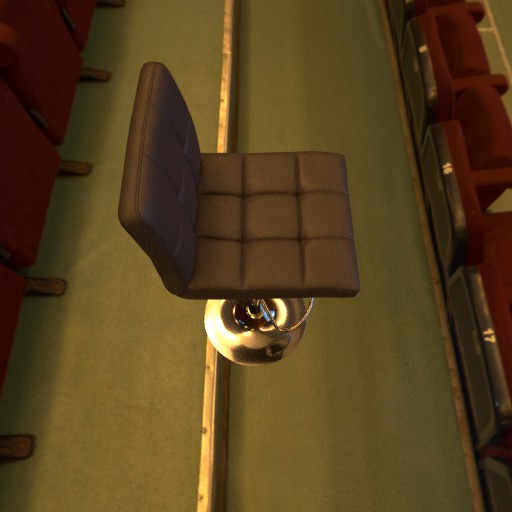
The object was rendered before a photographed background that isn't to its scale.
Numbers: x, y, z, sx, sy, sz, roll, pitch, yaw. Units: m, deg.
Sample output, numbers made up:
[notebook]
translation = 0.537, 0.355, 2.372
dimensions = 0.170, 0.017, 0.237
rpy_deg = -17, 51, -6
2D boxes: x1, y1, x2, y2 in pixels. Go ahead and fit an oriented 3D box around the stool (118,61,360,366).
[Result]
[stool]
translation = 0.000, 0.000, 1.351
dimensions = 0.505, 1.115, 0.430
rpy_deg = 0, 63, 0
